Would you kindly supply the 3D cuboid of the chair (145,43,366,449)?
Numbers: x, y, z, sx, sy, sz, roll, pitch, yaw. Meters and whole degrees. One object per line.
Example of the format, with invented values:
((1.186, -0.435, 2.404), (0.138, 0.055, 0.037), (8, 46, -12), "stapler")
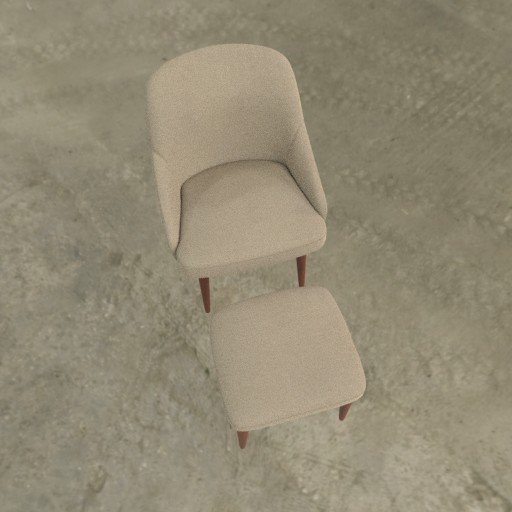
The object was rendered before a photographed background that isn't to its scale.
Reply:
((0.000, 0.000, 1.551), (0.584, 0.866, 1.114), (-13, 63, -7), "chair")
